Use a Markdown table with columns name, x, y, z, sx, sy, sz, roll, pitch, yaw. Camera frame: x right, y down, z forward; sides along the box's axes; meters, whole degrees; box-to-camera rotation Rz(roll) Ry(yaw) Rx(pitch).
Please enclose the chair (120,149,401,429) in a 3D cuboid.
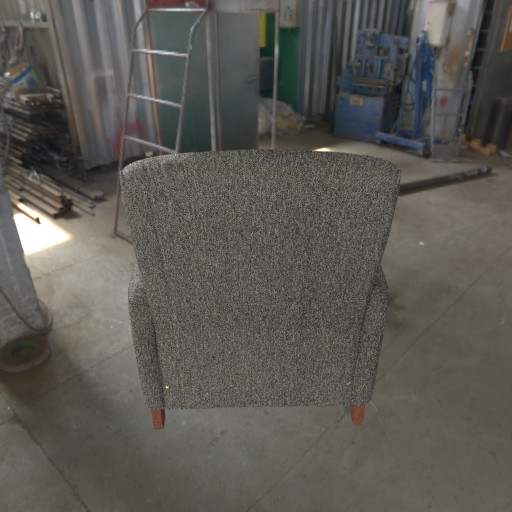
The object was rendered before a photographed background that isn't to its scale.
| name | x | y | z | sx | sy | sz | roll | pitch | yaw |
| --- | --- | --- | --- | --- | --- | --- | --- | --- | --- |
| chair | 0.000 | 0.000 | 1.639 | 0.848 | 1.014 | 0.864 | -1 | 29 | -1 |
